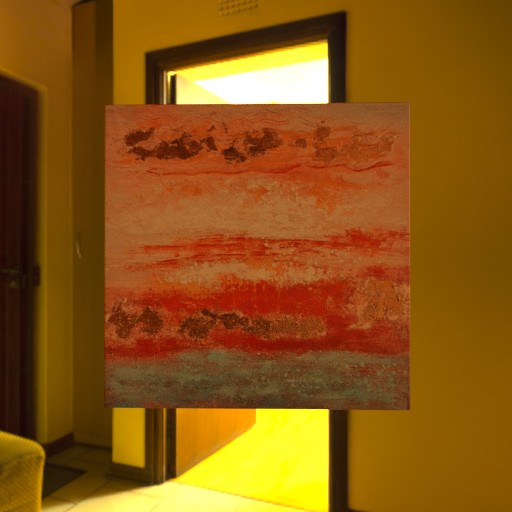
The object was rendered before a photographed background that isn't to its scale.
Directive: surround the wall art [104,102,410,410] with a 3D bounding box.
[{"bbox_3d":[0.000,0.000,1.097,0.747,0.747,0.035,0,0,1],"label":"wall art"}]
